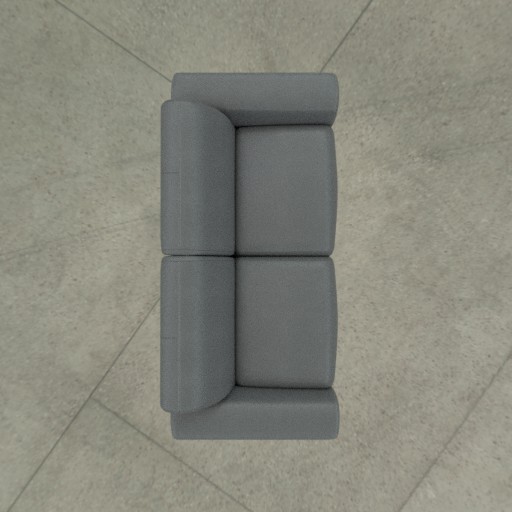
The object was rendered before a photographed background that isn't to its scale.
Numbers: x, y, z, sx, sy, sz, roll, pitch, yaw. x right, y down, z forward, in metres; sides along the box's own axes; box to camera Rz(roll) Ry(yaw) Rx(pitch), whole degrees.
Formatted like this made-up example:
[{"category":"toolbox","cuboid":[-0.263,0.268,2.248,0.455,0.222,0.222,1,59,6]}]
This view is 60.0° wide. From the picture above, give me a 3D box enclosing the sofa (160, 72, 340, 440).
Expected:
[{"category":"sofa","cuboid":[0.000,0.000,2.426,0.900,0.772,1.901,0,89,0]}]
